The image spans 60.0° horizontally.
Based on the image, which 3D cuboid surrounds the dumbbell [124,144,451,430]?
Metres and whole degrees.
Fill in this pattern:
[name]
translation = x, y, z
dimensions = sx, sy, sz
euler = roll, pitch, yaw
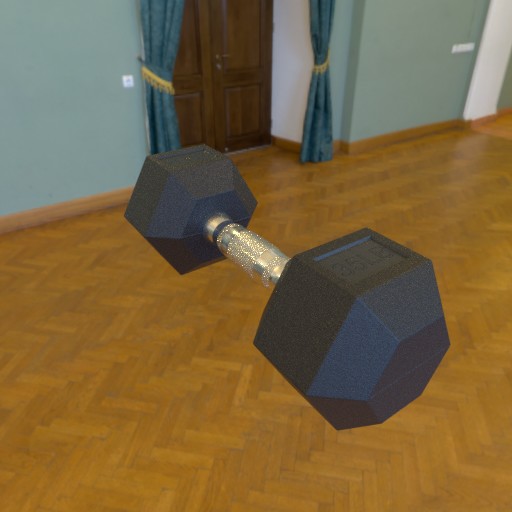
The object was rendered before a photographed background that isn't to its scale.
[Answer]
[dumbbell]
translation = 0.000, 0.000, 0.417
dimensions = 0.141, 0.123, 0.356
euler = -20, 37, -29
